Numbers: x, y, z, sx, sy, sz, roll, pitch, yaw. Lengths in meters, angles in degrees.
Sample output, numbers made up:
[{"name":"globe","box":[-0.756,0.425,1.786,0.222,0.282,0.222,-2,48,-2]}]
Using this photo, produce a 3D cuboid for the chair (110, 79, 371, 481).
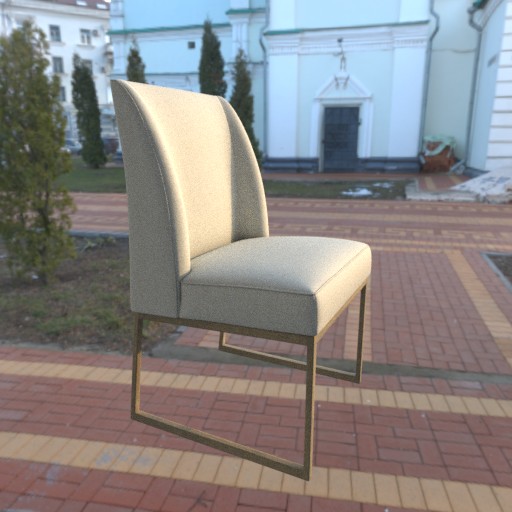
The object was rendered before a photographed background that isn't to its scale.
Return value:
[{"name":"chair","box":[0.000,0.000,1.183,0.522,0.863,0.508,7,16,26]}]
